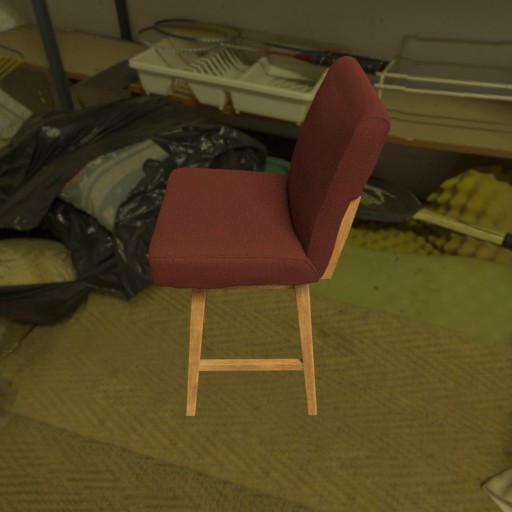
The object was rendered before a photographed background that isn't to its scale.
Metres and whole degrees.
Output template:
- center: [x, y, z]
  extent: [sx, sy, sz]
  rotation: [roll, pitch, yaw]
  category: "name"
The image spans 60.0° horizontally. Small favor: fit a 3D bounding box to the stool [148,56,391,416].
- center: [0.000, 0.000, 1.390]
  extent: [0.562, 1.093, 0.468]
  rotation: [0, 40, 0]
  category: "stool"
